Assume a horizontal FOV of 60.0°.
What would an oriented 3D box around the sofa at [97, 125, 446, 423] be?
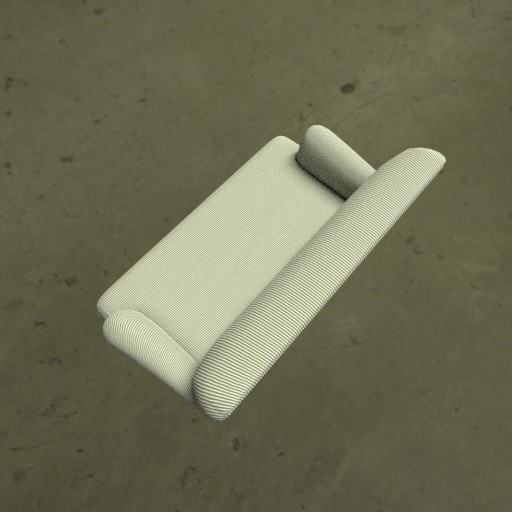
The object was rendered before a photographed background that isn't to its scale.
[{"bbox_3d":[0.000,0.000,1.861,0.779,0.889,1.297,39,71,16],"label":"sofa"}]
